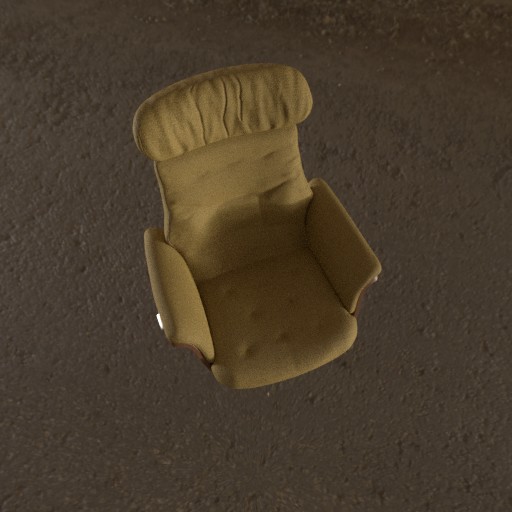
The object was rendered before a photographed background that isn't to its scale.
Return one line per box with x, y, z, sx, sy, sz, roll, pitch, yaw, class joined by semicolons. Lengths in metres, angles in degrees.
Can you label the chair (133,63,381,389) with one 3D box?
0.000;0.000;1.587;0.785;0.995;0.837;-17;65;-8;chair
